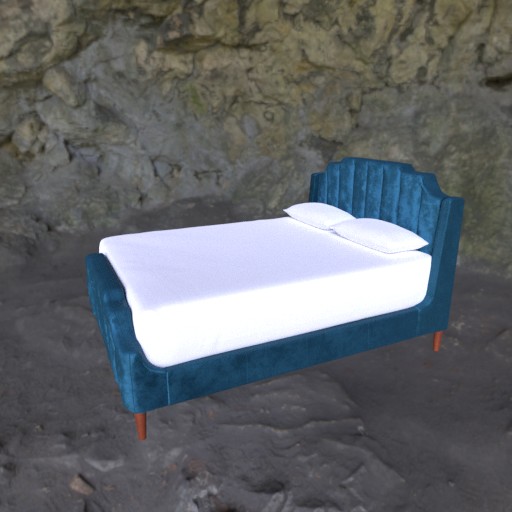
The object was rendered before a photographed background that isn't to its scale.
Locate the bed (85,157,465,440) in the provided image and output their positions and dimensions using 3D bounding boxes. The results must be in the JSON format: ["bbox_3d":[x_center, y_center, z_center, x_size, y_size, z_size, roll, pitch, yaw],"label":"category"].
[{"bbox_3d":[0.000,0.000,3.330,2.322,1.338,1.678,-8,19,-25],"label":"bed"}]
